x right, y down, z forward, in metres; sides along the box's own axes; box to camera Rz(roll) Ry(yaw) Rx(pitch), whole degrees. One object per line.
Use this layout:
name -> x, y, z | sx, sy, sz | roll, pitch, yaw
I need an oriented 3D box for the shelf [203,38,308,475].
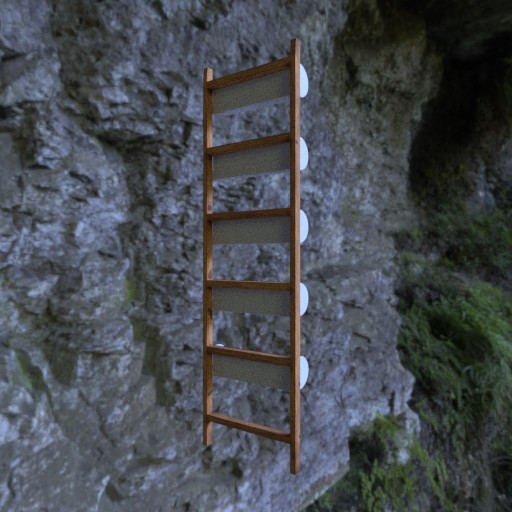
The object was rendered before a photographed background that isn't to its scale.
shelf -> 0.000, 0.000, 1.808 | 0.454, 1.600, 0.141 | 0, 0, 36
